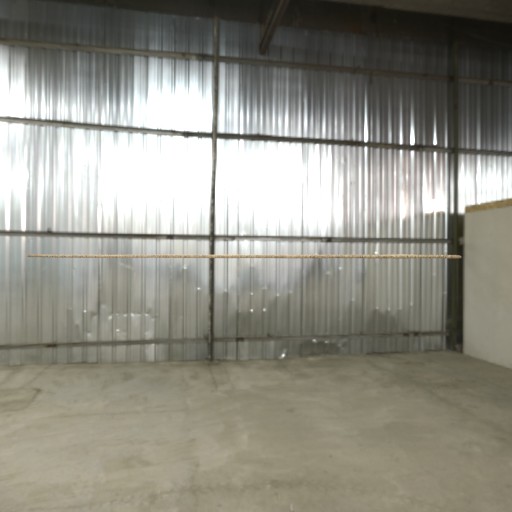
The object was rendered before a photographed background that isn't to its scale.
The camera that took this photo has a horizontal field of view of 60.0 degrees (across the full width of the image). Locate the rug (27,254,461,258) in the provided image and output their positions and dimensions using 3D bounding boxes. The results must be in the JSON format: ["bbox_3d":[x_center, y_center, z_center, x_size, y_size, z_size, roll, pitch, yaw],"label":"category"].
[{"bbox_3d":[0.000,0.000,2.327,1.822,0.018,1.211,0,0,18],"label":"rug"}]
